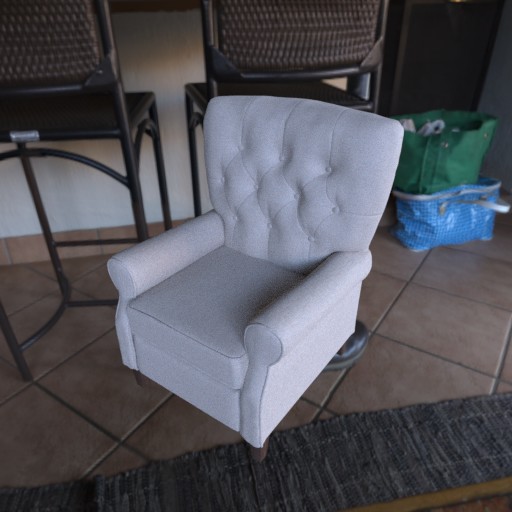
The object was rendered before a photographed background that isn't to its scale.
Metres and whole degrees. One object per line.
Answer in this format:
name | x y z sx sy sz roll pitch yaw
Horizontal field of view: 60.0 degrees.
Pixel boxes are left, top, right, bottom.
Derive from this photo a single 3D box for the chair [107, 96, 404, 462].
chair | 0.000 0.000 1.932 0.942 1.209 1.025 20 35 31
